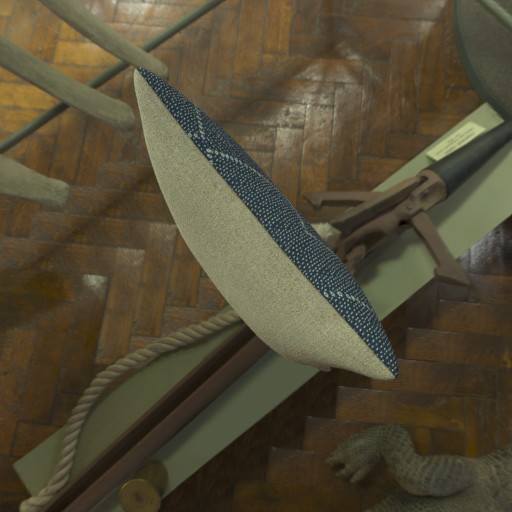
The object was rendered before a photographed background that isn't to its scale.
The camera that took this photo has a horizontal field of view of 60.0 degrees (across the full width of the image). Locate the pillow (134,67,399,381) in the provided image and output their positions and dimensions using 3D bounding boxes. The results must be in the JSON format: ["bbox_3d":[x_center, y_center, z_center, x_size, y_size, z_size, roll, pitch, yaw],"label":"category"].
[{"bbox_3d":[0.000,0.000,0.661,0.148,0.428,0.435,-38,79,-8],"label":"pillow"}]
